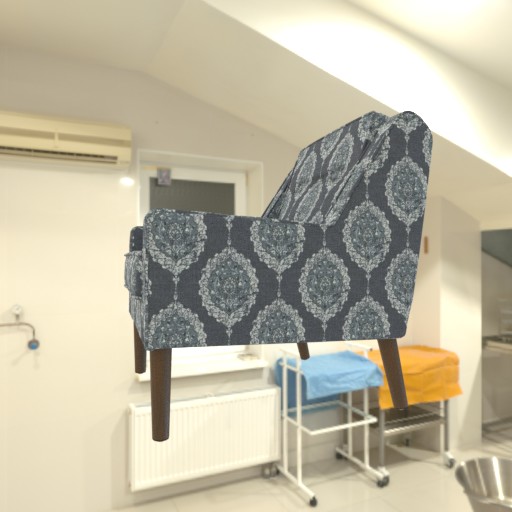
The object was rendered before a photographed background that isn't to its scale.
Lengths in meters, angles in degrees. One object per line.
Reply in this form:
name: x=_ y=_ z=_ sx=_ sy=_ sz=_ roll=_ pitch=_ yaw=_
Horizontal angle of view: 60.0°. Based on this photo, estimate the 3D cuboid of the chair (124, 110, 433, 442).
chair: x=0.000 y=0.000 z=1.326 sx=0.743 sy=0.792 sz=0.663 roll=0 pitch=0 yaw=-19
